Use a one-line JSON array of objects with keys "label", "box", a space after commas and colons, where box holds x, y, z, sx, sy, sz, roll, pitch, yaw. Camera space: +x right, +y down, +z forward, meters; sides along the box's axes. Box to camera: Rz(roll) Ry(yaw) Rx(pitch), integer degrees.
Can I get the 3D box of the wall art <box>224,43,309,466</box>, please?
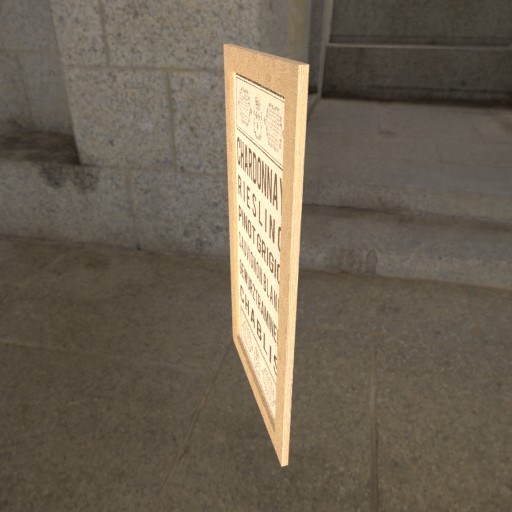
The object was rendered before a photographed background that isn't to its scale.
[{"label": "wall art", "box": [0.000, 0.000, 0.814, 0.013, 0.683, 0.381, -8, 30, -14]}]
